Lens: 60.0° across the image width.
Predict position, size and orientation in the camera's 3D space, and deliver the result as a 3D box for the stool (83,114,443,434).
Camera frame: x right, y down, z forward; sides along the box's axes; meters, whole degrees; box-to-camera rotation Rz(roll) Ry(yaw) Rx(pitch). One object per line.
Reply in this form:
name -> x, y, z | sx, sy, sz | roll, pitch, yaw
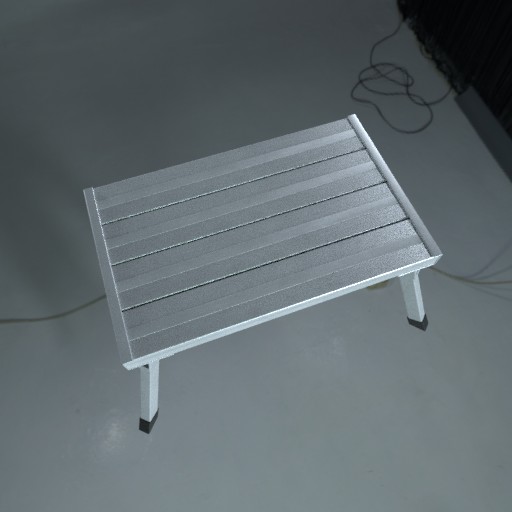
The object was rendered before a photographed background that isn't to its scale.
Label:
stool -> 0.000, 0.000, 0.743 | 0.535, 0.225, 0.385 | -18, 64, -9
